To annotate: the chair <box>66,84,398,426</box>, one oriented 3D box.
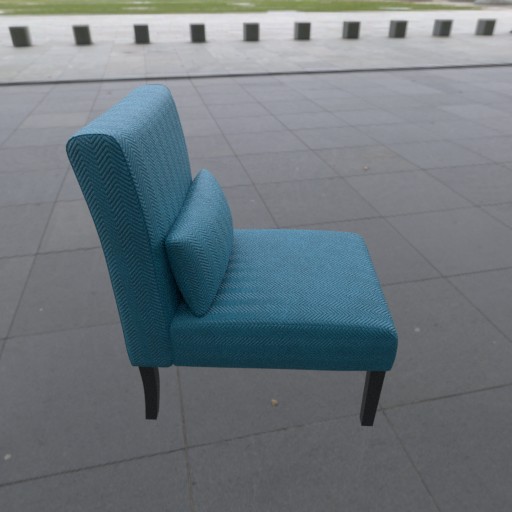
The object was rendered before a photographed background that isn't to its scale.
[{"bbox_3d":[0.000,0.000,1.397,0.808,0.927,0.579,1,31,2],"label":"chair"}]
